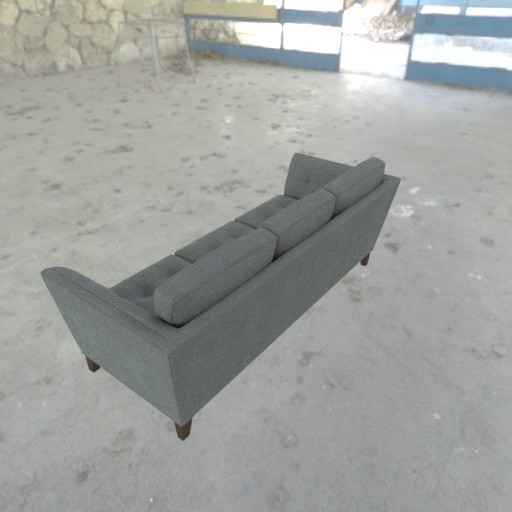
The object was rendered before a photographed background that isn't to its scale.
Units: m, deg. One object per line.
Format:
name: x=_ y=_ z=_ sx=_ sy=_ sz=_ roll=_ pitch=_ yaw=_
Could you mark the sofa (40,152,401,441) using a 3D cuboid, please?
sofa: x=0.000 y=0.000 z=2.978 sx=0.965 sy=0.940 sz=2.387 roll=22 pitch=38 yaw=31
